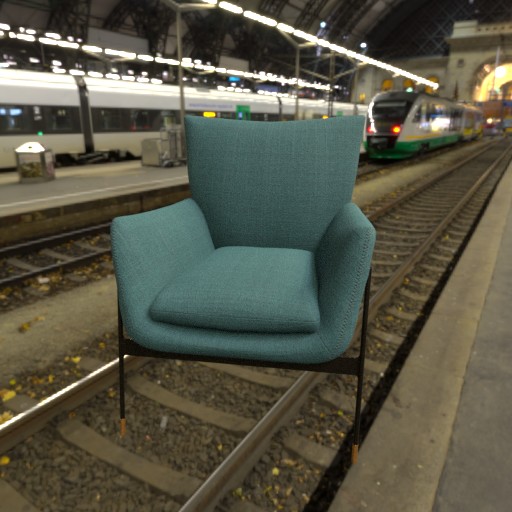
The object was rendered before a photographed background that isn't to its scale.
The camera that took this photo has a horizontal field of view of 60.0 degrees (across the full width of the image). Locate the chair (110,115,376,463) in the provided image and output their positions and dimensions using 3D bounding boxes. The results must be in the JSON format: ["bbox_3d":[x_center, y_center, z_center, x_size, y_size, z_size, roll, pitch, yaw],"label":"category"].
[{"bbox_3d":[0.000,0.000,1.400,0.678,0.859,0.769,3,17,9],"label":"chair"}]
